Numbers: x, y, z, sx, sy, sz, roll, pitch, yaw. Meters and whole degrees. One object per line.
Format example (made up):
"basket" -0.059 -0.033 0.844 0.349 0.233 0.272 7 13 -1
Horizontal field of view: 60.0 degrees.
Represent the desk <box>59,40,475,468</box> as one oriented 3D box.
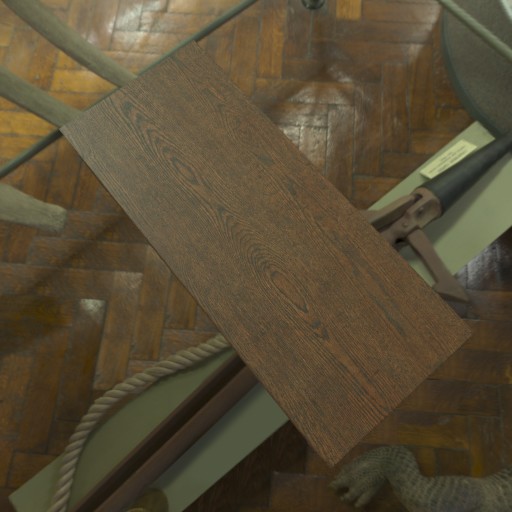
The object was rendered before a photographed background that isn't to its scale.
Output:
"desk" 0.000 0.000 1.805 0.610 0.792 1.384 -39 77 -10
